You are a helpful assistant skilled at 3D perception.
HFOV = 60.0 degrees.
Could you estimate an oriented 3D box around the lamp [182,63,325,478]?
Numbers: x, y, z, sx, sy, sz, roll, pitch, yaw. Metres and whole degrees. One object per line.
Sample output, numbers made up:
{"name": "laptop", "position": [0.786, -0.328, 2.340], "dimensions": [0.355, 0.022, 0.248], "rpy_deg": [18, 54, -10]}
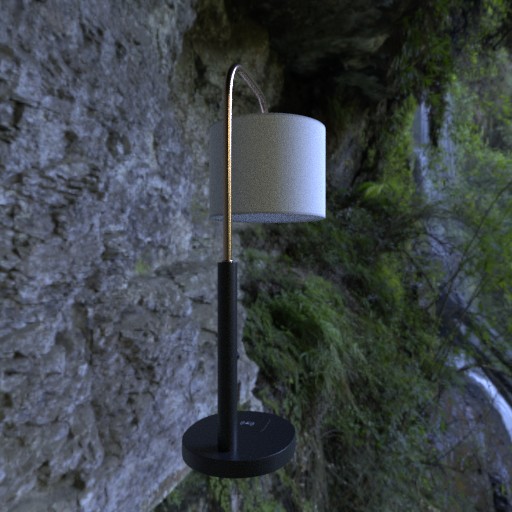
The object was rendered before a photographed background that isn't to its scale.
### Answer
{"name": "lamp", "position": [0.000, 0.000, 0.702], "dimensions": [0.199, 0.540, 0.337], "rpy_deg": [0, 0, 16]}
